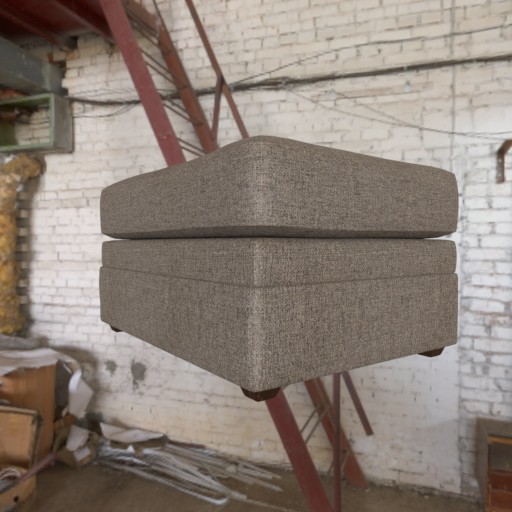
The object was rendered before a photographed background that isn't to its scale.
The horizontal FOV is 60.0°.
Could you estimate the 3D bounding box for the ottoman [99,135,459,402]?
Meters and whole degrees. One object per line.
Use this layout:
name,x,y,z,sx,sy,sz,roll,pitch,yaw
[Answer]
ottoman,0.000,0.000,1.232,0.637,0.478,0.885,-1,2,-36
